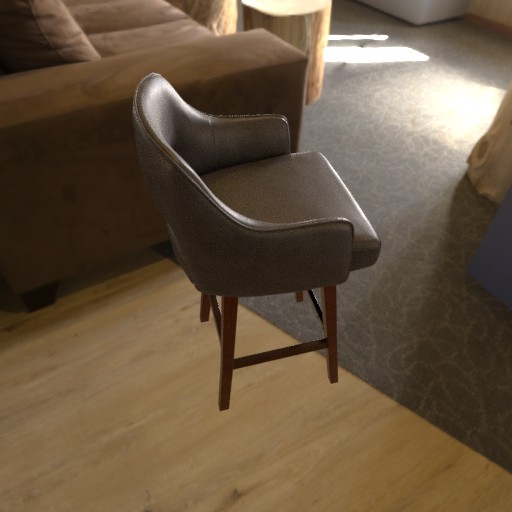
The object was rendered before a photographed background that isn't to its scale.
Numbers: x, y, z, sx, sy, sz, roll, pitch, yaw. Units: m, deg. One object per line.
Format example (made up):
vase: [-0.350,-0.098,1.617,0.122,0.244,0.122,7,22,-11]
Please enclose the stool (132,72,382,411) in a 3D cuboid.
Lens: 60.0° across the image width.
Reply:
stool: [0.000,0.000,1.358,0.560,1.041,0.550,-11,46,-10]
